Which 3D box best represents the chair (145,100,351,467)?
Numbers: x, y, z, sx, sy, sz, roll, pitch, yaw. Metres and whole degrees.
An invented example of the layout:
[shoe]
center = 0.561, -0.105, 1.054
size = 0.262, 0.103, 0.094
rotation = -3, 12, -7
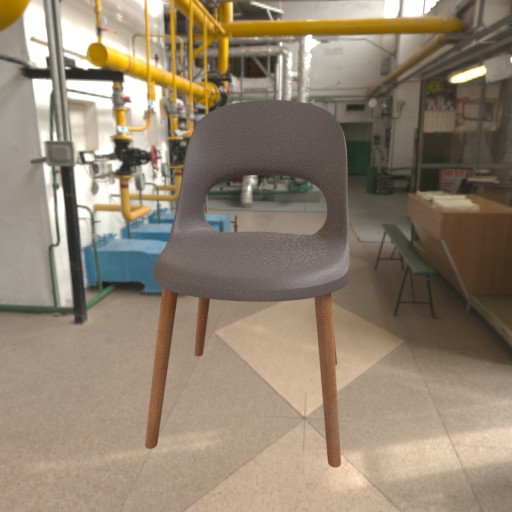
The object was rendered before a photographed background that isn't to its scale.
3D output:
[chair]
center = 0.000, 0.000, 1.136
size = 0.470, 0.794, 0.556
rotation = 2, 15, 8
